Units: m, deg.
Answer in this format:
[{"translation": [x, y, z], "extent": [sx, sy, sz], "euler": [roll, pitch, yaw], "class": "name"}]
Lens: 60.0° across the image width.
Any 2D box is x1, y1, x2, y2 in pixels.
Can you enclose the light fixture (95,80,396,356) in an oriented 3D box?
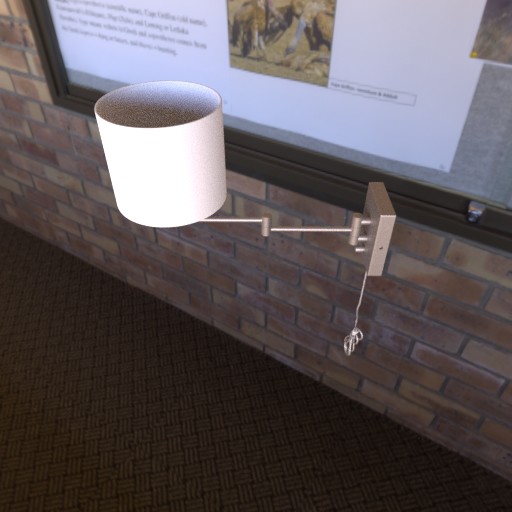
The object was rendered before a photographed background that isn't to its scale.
[{"translation": [0.000, 0.000, 0.928], "extent": [0.516, 0.651, 0.203], "euler": [0, 40, 1], "class": "light fixture"}]
